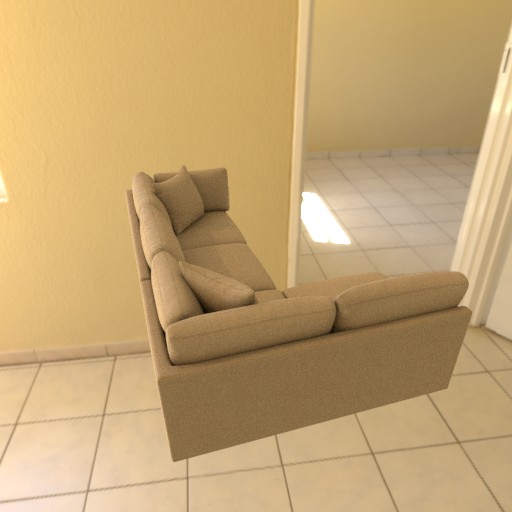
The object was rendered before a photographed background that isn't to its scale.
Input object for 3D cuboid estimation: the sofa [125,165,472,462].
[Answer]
[{"bbox_3d":[0.000,0.000,3.832,1.994,0.978,2.896,-9,30,-15],"label":"sofa"}]
